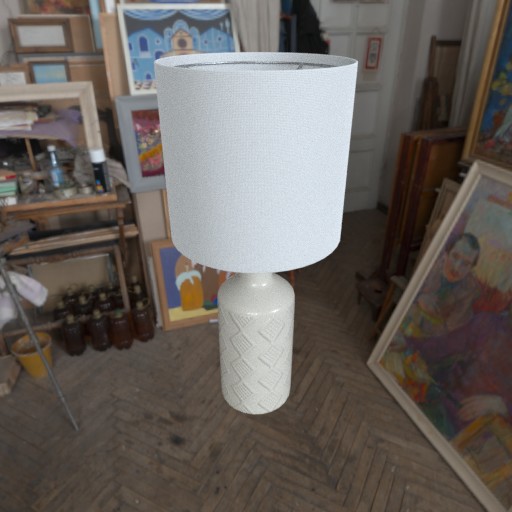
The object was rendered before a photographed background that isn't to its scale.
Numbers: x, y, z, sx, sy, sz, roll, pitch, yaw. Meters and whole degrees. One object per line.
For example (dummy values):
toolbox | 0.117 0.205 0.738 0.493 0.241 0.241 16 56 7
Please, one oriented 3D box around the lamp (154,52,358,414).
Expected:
lamp | 0.000 0.000 0.567 0.207 0.461 0.207 18 33 30
